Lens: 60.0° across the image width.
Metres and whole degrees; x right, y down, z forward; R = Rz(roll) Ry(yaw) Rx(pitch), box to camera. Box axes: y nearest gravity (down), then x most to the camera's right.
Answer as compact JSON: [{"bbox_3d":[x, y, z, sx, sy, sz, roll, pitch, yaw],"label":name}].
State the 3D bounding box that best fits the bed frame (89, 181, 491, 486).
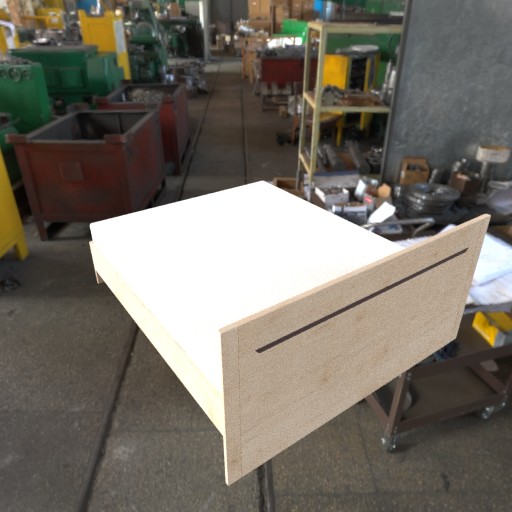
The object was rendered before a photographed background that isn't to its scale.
[{"bbox_3d":[0.000,0.000,3.023,1.800,0.900,2.080,-19,35,-30],"label":"bed frame"}]
